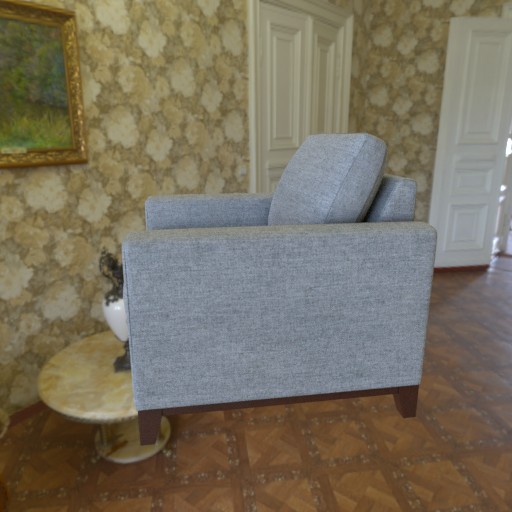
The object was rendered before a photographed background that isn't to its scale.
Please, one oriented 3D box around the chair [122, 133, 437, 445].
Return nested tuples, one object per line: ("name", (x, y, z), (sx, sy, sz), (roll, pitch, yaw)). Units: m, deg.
("chair", (0.000, 0.000, 1.888), (1.038, 1.010, 1.024), (-2, 15, -9))
